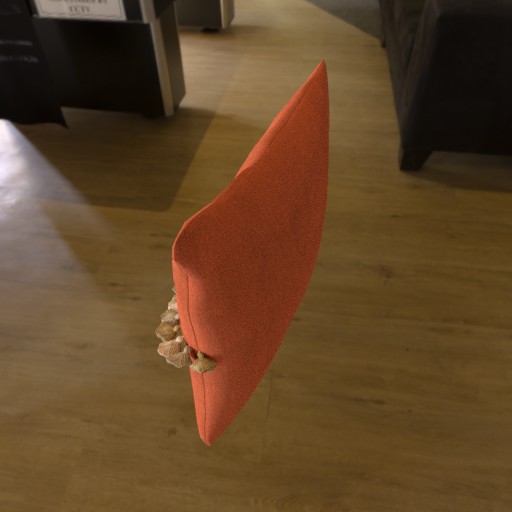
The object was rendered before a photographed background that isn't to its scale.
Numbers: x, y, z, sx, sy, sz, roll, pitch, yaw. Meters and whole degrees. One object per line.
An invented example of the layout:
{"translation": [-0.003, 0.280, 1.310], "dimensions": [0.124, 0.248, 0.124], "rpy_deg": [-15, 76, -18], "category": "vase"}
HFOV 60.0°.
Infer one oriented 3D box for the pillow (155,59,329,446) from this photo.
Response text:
{"translation": [0.000, 0.000, 0.742], "dimensions": [0.165, 0.482, 0.490], "rpy_deg": [18, 49, 17], "category": "pillow"}
